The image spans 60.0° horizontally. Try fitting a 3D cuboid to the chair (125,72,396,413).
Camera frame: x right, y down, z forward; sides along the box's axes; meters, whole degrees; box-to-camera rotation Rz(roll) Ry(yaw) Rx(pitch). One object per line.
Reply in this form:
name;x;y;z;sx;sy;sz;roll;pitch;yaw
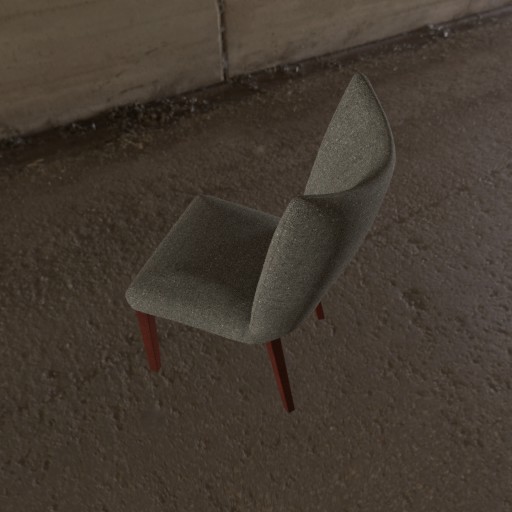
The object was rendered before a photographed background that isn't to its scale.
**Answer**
chair;0.000;0.000;1.290;0.623;0.924;0.535;15;48;14
